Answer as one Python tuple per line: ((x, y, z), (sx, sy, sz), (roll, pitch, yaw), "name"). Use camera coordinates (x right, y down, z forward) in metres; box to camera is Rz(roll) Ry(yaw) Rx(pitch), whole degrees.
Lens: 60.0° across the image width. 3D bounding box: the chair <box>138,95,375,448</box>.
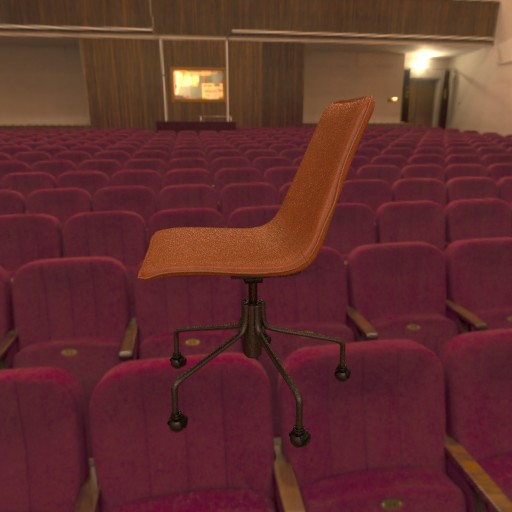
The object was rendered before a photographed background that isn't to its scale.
((0.000, 0.000, 1.359), (0.660, 0.920, 0.651), (-2, 16, -8), "chair")
